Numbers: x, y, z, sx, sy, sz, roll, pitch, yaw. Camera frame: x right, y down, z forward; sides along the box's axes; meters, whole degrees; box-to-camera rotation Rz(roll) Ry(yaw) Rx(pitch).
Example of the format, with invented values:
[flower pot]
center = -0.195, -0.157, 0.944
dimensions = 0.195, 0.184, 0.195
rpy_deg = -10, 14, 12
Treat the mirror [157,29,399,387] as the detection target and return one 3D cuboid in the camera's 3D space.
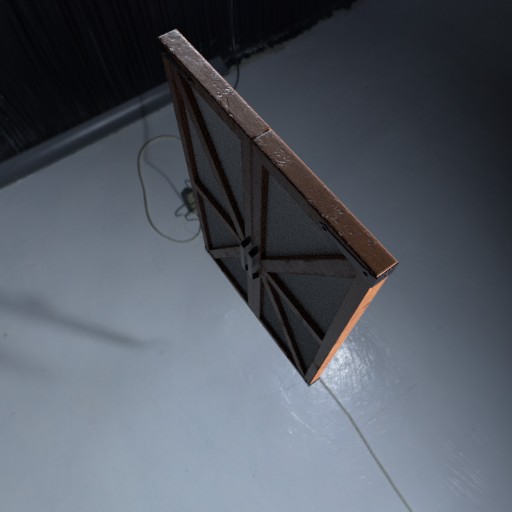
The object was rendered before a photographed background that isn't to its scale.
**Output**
[mirror]
center = 0.000, 0.000, 0.959
dimensions = 0.053, 0.761, 0.517
rpy_deg = -33, 69, -15
